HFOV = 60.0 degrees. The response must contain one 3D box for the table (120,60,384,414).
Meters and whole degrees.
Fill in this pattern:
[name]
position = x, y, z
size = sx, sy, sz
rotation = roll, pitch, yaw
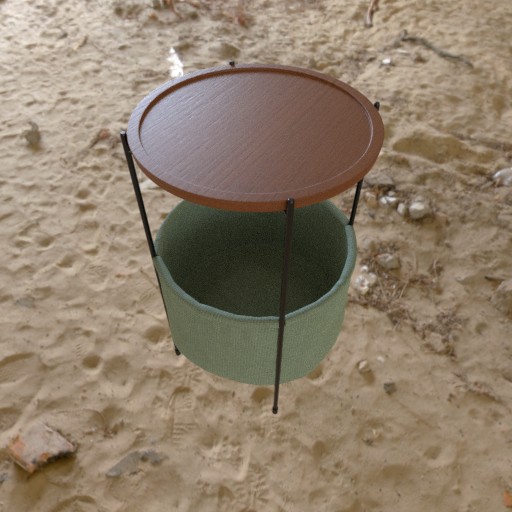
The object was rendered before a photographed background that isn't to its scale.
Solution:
[table]
position = 0.000, 0.000, 0.902
size = 0.400, 0.623, 0.400
rotation = 25, 52, 21
